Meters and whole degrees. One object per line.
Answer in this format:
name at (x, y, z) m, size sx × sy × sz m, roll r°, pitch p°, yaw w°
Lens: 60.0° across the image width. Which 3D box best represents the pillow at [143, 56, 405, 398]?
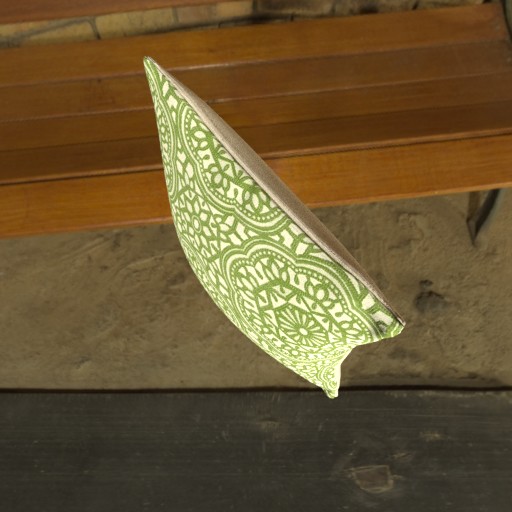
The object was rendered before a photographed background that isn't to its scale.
pillow at (0.000, 0.000, 0.652) m, size 0.162 × 0.419 × 0.440 m, roll -35°, pitch 69°, yaw -15°
